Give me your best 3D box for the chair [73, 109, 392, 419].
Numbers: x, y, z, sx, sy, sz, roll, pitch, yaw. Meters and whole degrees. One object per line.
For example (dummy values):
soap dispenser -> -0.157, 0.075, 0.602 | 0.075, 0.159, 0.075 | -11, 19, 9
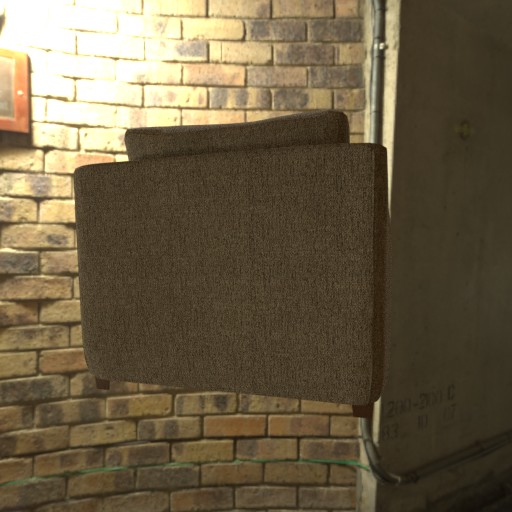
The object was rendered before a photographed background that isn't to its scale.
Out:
chair -> 0.000, 0.000, 1.939 | 1.138, 1.037, 1.009 | 0, 0, 18
